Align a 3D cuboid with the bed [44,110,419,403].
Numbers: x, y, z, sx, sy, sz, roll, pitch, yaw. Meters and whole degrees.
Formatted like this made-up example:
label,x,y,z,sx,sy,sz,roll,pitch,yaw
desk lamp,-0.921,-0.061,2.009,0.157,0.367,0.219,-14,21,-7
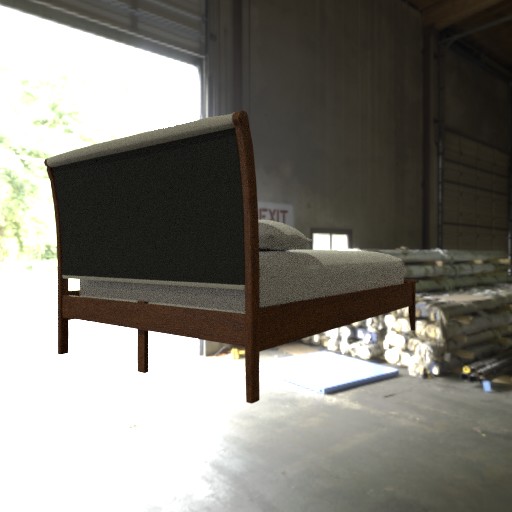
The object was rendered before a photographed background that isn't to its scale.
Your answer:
label,x,y,z,sx,sy,sz,roll,pitch,yaw
bed,0.000,0.000,3.221,1.612,1.250,2.380,0,1,37
